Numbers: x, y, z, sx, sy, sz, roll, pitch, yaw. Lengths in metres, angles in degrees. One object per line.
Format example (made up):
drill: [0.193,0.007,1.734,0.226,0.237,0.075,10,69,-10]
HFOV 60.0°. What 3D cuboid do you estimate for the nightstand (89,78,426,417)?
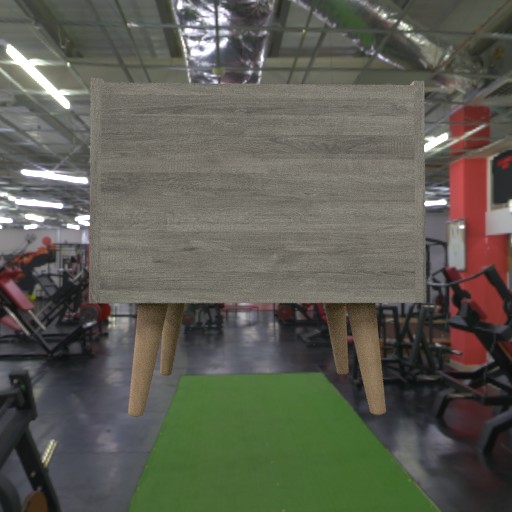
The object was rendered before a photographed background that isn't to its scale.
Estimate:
nightstand: [0.000,0.000,0.822,0.480,0.500,0.380,0,-1,-1]
